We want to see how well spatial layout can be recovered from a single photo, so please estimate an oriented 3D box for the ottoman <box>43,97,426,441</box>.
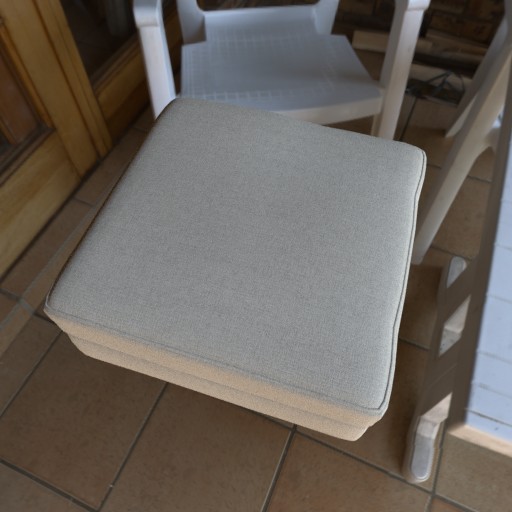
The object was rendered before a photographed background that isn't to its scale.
[{"bbox_3d":[0.000,0.000,1.350,0.838,0.503,0.838,15,59,9],"label":"ottoman"}]
